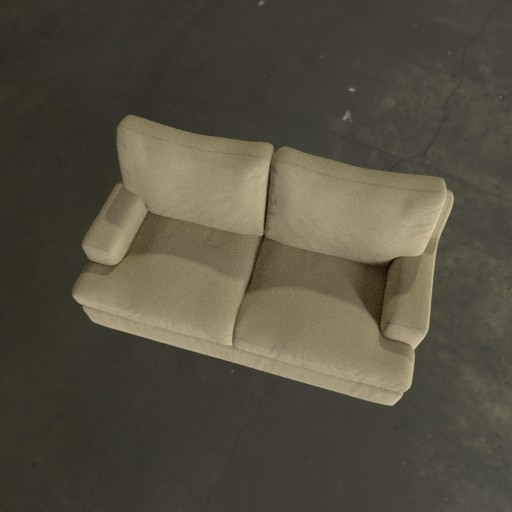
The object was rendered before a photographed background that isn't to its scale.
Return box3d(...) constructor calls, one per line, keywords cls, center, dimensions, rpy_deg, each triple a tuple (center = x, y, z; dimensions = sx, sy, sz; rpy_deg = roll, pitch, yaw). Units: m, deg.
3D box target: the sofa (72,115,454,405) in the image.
box3d(cls="sofa", center=(0.000, 0.000, 2.434), dimensions=(1.885, 0.967, 0.962), rpy_deg=(14, 58, 9))
